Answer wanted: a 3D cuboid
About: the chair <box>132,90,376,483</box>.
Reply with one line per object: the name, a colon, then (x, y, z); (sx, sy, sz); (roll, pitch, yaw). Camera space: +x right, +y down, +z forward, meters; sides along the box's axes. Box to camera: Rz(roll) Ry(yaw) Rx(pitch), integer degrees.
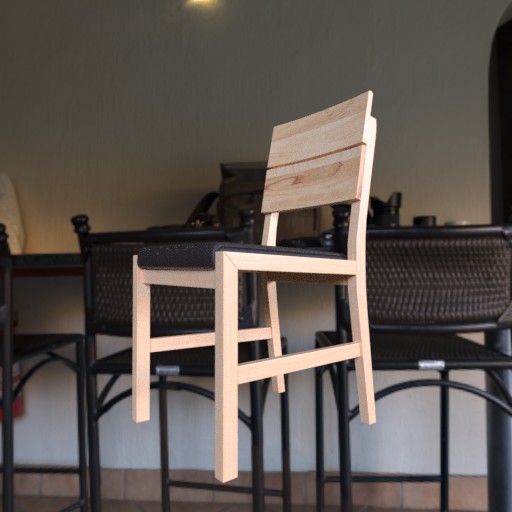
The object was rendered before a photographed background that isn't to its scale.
chair: (0.000, 0.000, 1.275); (0.560, 0.950, 0.475); (1, -2, -38)
